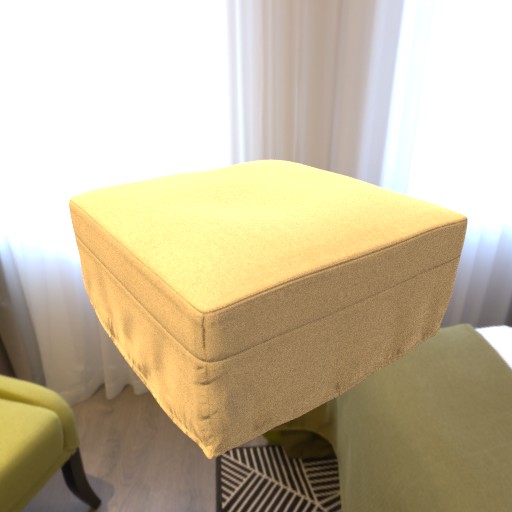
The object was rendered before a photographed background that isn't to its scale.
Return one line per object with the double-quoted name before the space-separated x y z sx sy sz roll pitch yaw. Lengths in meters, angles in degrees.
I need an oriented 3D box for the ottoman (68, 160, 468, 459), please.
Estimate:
"ottoman" 0.000 0.000 1.323 0.843 0.436 0.840 -17 29 -32
